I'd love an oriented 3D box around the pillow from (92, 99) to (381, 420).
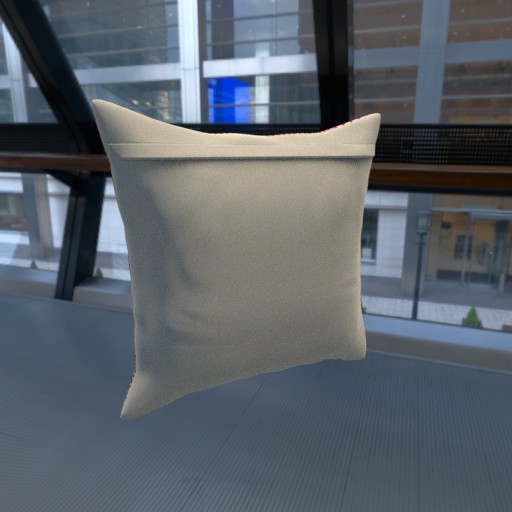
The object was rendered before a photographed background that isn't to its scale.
[{"bbox_3d":[0.000,0.000,0.711,0.463,0.454,0.160,-7,15,-26],"label":"pillow"}]
